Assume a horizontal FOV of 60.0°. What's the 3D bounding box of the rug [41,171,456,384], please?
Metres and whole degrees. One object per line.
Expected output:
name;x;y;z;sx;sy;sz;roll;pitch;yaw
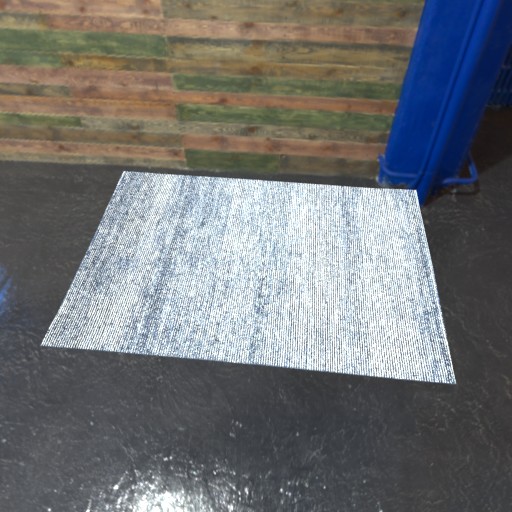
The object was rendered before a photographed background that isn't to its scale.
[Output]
rug;0.000;0.000;2.998;2.349;0.030;1.624;5;48;4
